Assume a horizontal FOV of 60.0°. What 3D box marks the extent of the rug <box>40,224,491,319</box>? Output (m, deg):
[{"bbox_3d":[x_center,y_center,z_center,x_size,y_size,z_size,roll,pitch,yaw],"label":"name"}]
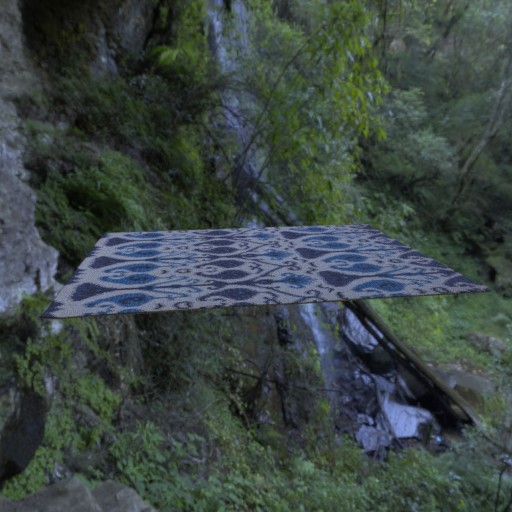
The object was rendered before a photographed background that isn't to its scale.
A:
[{"bbox_3d":[0.000,0.000,4.255,3.228,0.024,2.443,-3,16,-9],"label":"rug"}]
